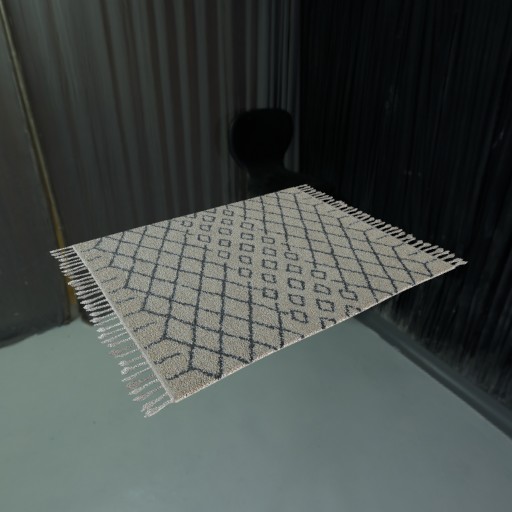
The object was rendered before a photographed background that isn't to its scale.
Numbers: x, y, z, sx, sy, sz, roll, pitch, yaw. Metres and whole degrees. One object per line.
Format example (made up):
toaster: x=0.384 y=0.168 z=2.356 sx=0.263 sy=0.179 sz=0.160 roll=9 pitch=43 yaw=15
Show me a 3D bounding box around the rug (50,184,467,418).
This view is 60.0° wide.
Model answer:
rug: x=0.000 y=0.000 z=4.217 sx=3.213 sy=0.030 sz=2.388 roll=-19 pitch=35 yaw=-29
